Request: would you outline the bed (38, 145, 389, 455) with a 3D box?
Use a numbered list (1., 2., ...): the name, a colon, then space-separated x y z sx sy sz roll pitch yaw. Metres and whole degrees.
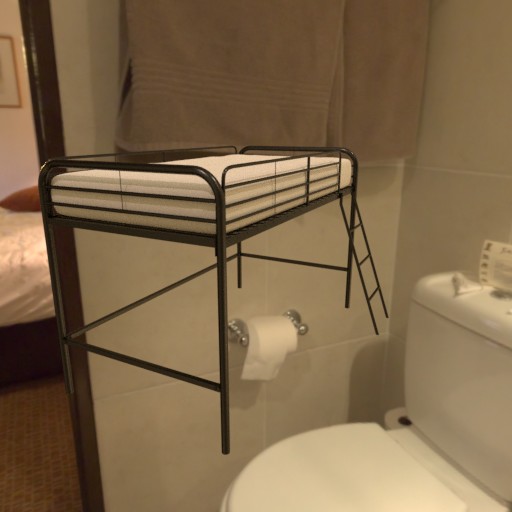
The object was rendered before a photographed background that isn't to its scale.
1. bed: 0.000 0.000 2.830 1.393 1.289 1.968 8 18 27
